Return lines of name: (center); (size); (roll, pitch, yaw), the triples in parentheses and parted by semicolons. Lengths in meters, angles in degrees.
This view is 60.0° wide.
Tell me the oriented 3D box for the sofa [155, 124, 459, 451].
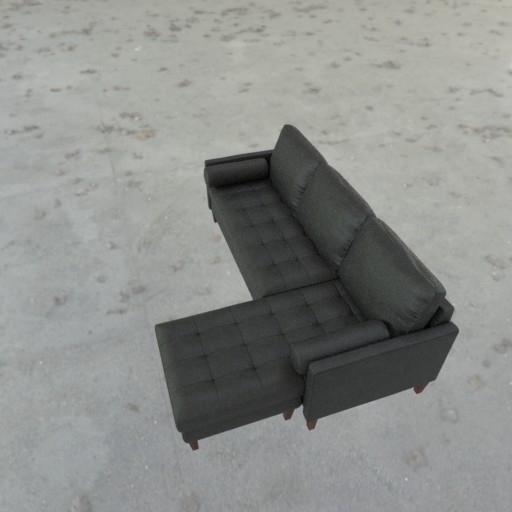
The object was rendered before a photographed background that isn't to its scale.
sofa: (0.000, 0.000, 2.985); (1.497, 0.876, 2.178); (-13, 43, -14)
